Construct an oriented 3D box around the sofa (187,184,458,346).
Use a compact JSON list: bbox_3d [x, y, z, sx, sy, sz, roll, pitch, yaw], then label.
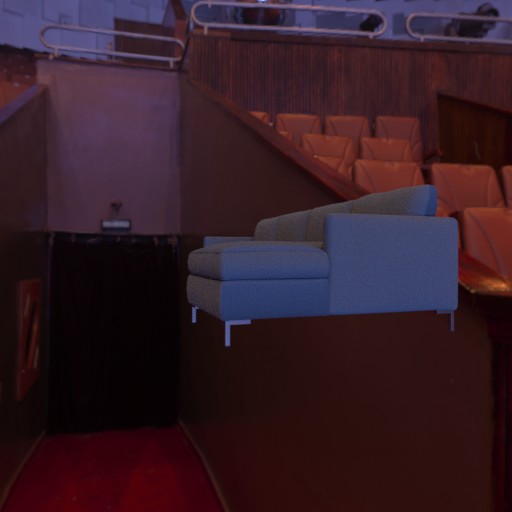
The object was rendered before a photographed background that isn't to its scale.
[{"bbox_3d":[0.000,0.000,3.292,1.255,0.756,2.725,0,0,-19],"label":"sofa"}]
